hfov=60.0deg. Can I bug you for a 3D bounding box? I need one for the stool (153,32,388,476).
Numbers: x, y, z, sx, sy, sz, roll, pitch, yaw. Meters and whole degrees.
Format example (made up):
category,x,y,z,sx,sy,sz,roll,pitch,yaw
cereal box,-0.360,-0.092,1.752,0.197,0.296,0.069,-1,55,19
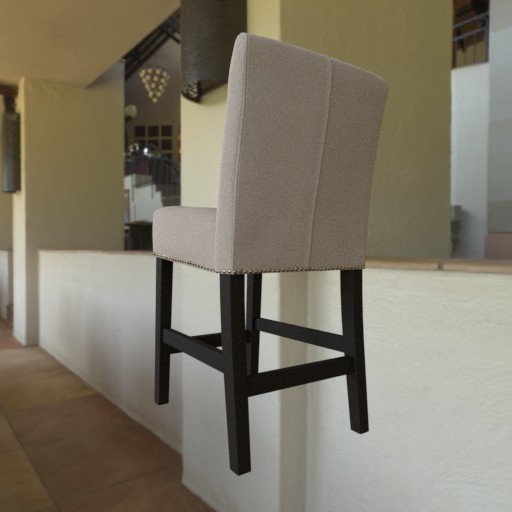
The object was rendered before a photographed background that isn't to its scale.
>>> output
category,x,y,z,sx,sy,sz,roll,pitch,yaw
stool,0.000,0.000,1.182,0.427,0.885,0.571,-1,1,-35
